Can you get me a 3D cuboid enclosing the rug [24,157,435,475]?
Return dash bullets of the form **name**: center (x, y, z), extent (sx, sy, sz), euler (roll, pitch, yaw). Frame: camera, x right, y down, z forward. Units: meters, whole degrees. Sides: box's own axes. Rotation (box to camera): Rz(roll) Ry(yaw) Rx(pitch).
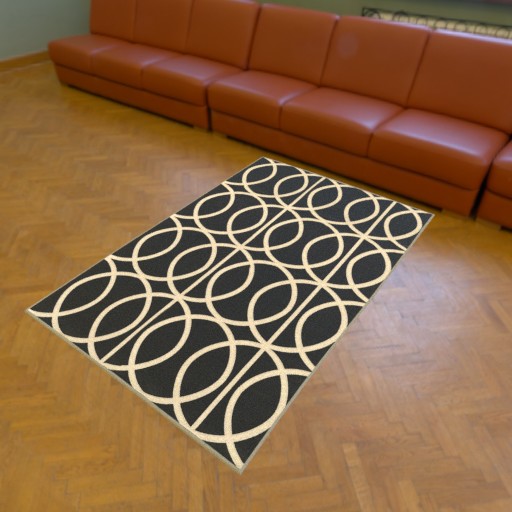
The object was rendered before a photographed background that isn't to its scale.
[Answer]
- **rug**: center (0.000, 0.000, 2.826), extent (1.528, 0.014, 2.294), euler (25, 46, 27)
